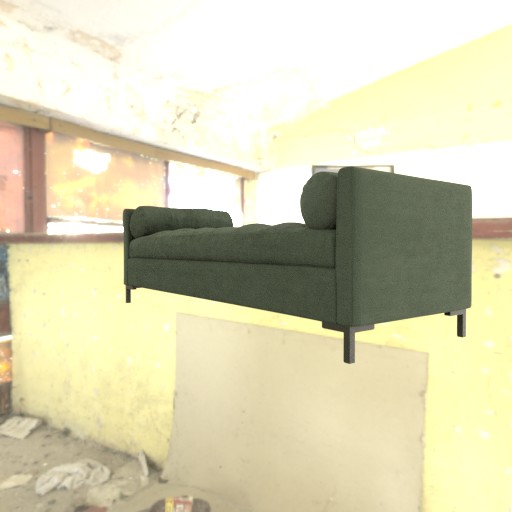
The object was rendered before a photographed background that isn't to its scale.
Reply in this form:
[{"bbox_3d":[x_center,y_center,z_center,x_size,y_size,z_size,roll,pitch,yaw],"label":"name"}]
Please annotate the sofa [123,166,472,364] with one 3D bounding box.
[{"bbox_3d":[0.000,0.000,2.518,0.817,0.681,2.130,-1,1,-37],"label":"sofa"}]
